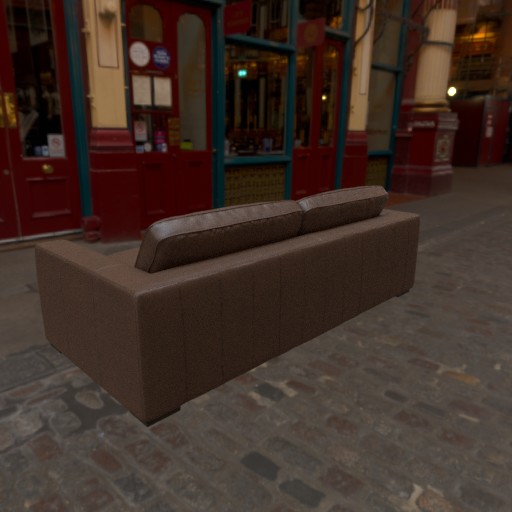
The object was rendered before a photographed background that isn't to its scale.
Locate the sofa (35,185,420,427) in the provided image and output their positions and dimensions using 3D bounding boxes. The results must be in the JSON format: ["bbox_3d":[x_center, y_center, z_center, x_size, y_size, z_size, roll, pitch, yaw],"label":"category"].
[{"bbox_3d":[0.000,0.000,2.752,2.262,0.801,1.070,-15,22,-43],"label":"sofa"}]
